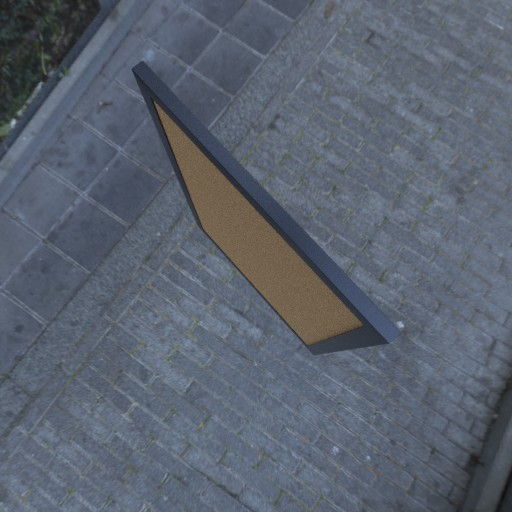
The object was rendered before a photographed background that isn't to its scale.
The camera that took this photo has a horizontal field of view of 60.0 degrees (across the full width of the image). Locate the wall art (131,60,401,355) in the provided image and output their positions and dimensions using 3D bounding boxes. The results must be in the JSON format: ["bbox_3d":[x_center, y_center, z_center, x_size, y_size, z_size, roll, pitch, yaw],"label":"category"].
[{"bbox_3d":[0.000,0.000,0.847,0.019,0.656,0.462,-41,80,-9],"label":"wall art"}]
